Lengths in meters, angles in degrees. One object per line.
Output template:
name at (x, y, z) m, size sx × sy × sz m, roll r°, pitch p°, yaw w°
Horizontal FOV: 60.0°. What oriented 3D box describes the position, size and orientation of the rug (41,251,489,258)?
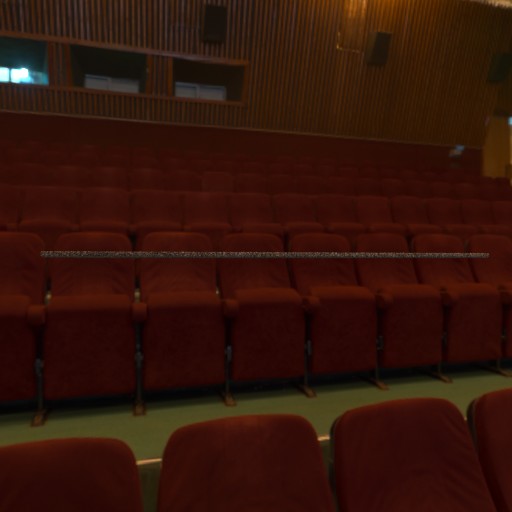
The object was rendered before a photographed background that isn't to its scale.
rug at (0.000, 0.000, 2.905) m, size 2.352 × 0.025 × 1.501 m, roll 0°, pitch 0°, yaw -17°
